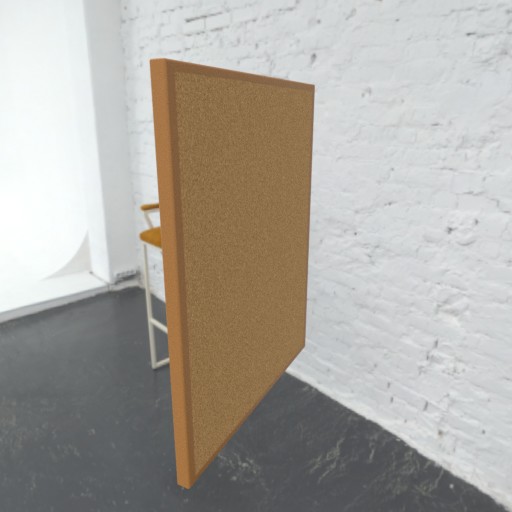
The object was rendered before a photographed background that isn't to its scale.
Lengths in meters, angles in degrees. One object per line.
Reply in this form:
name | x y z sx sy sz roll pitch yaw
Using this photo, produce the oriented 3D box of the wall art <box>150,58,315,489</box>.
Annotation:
wall art | 0.000 0.000 0.731 0.022 0.553 0.452 9 19 26
